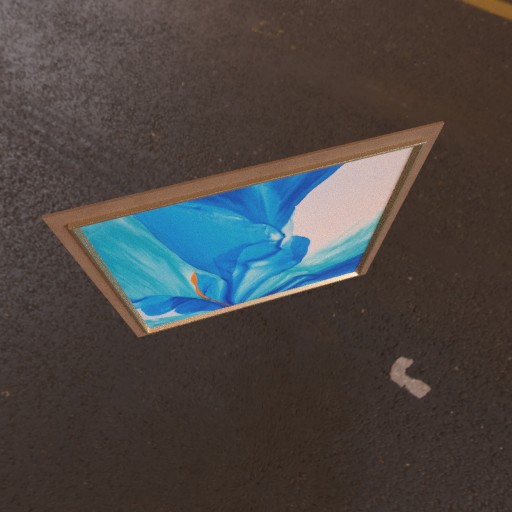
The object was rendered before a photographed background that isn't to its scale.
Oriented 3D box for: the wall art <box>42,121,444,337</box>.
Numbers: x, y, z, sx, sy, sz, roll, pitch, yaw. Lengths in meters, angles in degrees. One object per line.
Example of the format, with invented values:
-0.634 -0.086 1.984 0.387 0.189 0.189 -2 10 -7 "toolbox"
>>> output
0.000 0.000 1.712 1.168 1.067 0.025 -15 64 -7 "wall art"
